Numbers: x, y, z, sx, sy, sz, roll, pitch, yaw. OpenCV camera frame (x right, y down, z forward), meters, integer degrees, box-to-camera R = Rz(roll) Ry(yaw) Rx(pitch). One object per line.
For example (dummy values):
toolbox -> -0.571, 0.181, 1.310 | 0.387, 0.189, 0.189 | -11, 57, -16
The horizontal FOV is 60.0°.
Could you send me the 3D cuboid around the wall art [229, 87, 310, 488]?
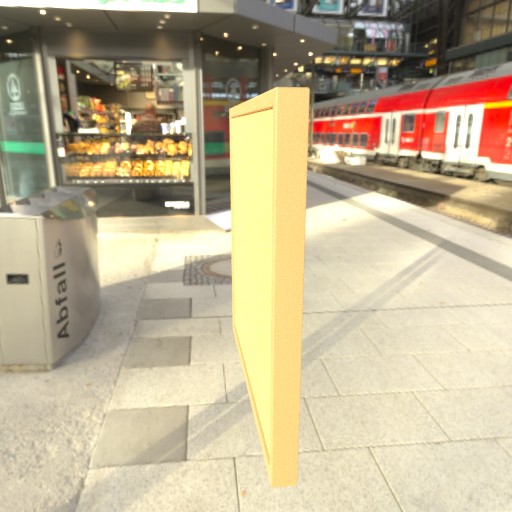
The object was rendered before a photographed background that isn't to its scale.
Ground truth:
wall art -> 0.000, 0.000, 0.773 | 0.036, 0.509, 0.509 | -2, 16, -8
